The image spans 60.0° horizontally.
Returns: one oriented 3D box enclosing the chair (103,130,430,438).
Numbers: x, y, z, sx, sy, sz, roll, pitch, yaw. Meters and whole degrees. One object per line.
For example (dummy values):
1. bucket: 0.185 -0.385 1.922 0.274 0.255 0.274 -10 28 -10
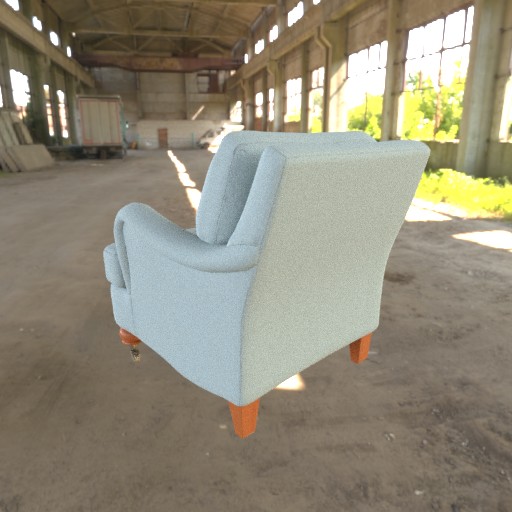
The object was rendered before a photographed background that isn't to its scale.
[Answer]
1. chair: 0.000 0.000 1.906 1.070 1.038 0.955 15 22 43
